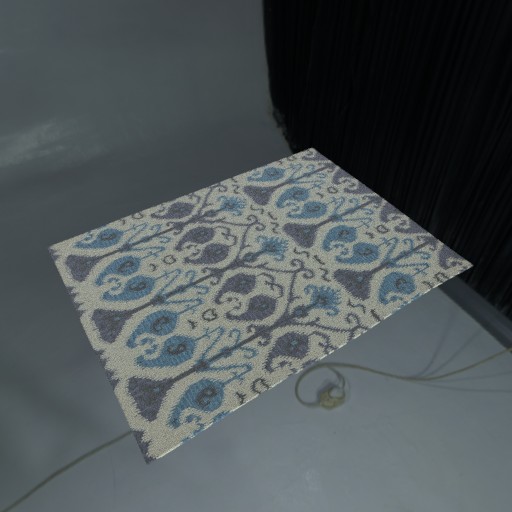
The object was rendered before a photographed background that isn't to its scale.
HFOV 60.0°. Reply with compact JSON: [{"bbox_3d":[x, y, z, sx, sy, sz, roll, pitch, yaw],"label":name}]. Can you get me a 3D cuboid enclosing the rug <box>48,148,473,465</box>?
[{"bbox_3d":[0.000,0.000,2.912,2.261,0.013,1.676,-25,50,-23],"label":"rug"}]
